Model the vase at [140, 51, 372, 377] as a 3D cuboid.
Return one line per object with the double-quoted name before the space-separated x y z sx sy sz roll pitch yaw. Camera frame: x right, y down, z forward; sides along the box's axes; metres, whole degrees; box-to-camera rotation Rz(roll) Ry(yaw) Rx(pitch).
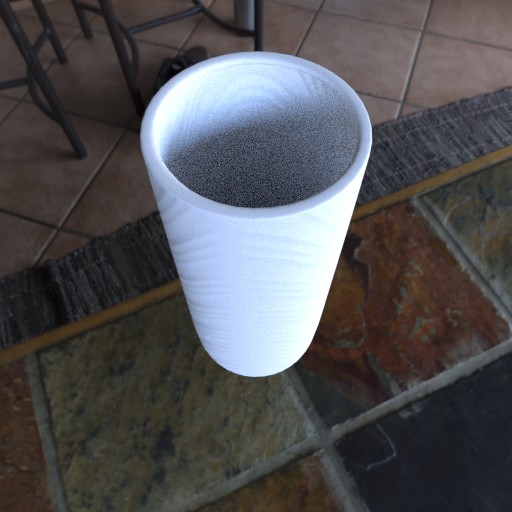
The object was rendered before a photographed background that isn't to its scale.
"vase" 0.000 0.000 0.400 0.143 0.316 0.143 0 60 0
